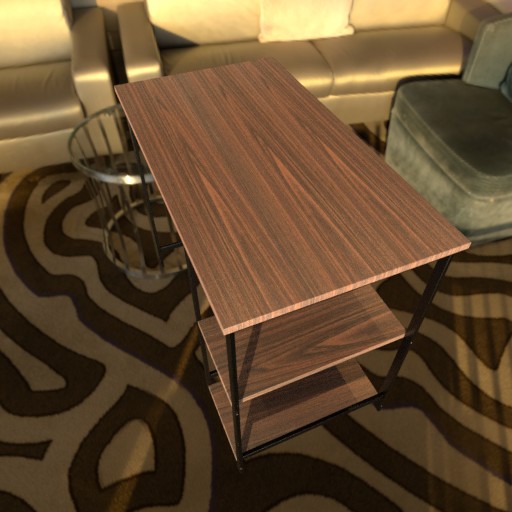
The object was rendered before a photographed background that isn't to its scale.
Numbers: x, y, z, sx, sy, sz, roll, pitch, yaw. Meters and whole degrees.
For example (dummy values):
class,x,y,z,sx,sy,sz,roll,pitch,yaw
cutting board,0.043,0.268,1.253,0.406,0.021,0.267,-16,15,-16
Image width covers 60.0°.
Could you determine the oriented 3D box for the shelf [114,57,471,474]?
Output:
class,x,y,z,sx,sy,sz,roll,pitch,yaw
shelf,0.000,0.000,1.324,0.498,0.750,0.902,-17,49,-16
